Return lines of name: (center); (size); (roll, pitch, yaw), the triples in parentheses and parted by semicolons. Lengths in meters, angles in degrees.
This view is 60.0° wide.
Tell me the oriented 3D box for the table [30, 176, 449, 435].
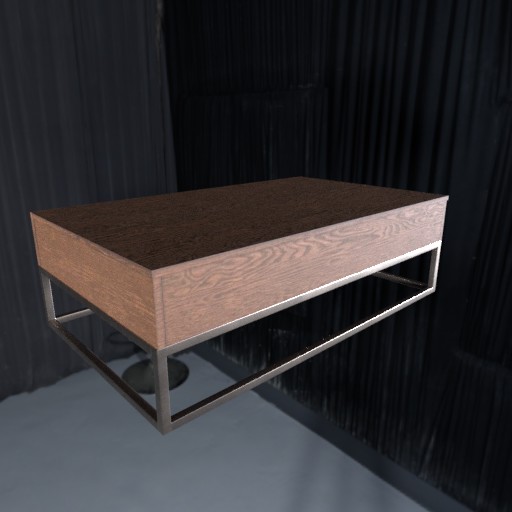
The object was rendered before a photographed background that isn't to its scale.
table: (0.000, 0.000, 1.480); (1.167, 0.361, 0.719); (-15, 23, -40)
